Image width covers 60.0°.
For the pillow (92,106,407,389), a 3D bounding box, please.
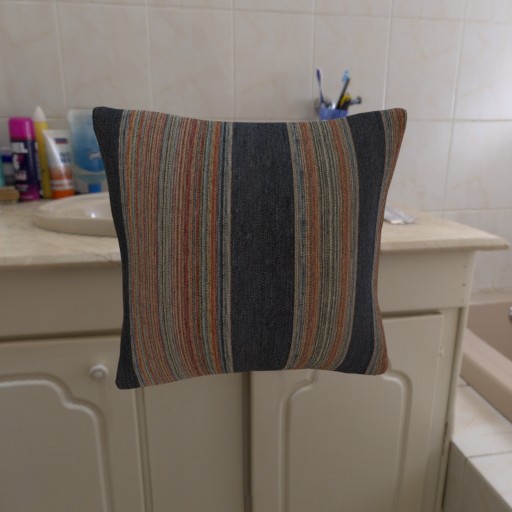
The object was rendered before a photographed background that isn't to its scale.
[{"bbox_3d":[0.000,0.000,0.655,0.437,0.419,0.136,-2,15,-6],"label":"pillow"}]
